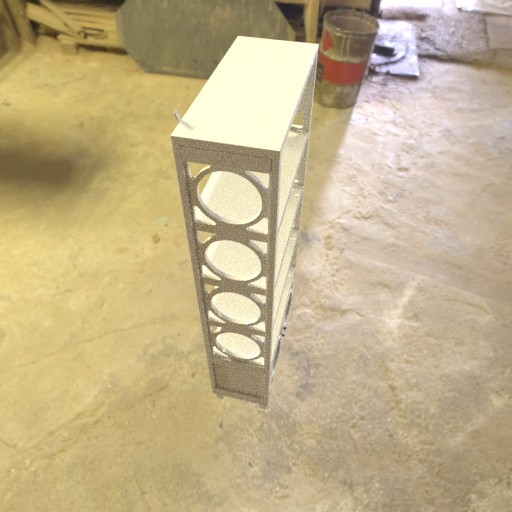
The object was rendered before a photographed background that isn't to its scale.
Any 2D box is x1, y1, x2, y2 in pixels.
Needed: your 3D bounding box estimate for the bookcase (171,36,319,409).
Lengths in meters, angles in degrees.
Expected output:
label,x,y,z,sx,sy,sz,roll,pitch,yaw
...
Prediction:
label,x,y,z,sx,sy,sz,roll,pitch,yaw
bookcase,0.000,0.000,2.205,0.361,1.869,0.761,10,49,9
